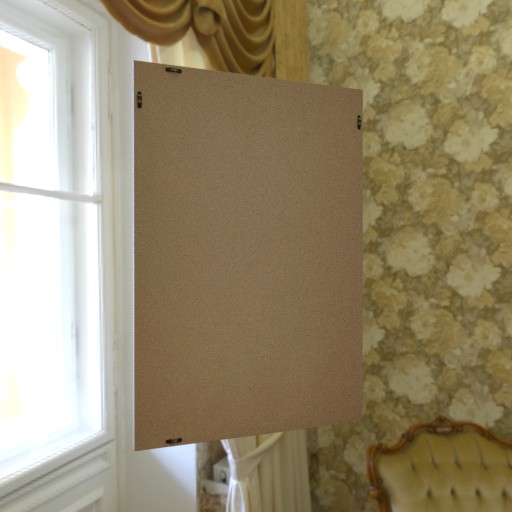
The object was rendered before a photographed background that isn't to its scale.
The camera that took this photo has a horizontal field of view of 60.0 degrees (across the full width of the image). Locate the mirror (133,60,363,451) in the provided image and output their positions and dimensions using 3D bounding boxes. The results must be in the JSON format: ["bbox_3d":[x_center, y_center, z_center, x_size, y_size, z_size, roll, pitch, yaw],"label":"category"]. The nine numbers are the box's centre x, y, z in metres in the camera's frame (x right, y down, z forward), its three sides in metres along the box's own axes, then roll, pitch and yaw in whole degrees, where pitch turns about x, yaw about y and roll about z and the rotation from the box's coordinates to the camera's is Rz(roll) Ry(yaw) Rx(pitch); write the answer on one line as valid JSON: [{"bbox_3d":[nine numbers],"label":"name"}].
[{"bbox_3d":[0.000,0.000,1.144,0.609,0.915,0.040,0,0,-18],"label":"mirror"}]
